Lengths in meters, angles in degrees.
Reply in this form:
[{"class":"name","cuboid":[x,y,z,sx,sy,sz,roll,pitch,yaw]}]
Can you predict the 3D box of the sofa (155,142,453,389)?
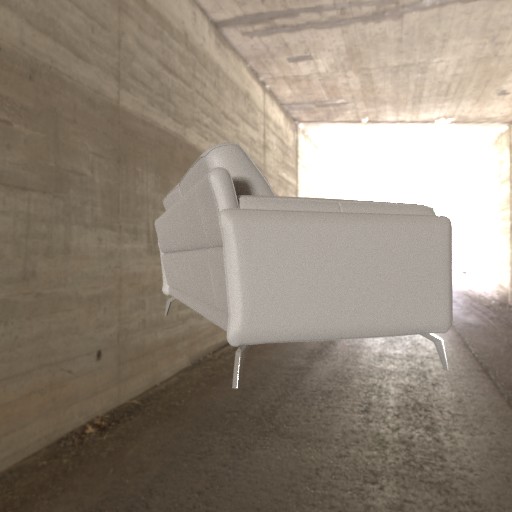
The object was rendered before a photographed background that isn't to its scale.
[{"class":"sofa","cuboid":[0.000,0.000,2.560,1.049,0.930,2.101,0,0,-18]}]
